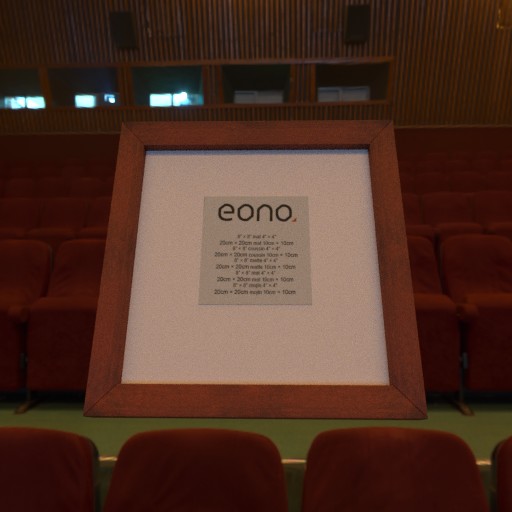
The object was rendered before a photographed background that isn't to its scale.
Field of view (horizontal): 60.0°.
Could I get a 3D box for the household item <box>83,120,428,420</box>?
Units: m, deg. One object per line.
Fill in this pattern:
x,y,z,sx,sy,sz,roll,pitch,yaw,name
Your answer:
0.000,0.000,0.375,0.240,0.240,0.131,0,-1,1,household item
